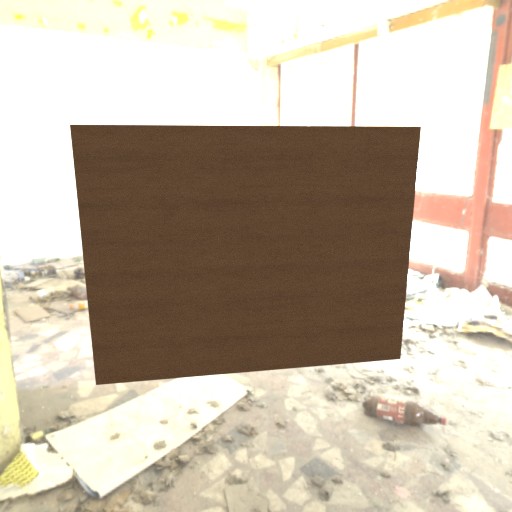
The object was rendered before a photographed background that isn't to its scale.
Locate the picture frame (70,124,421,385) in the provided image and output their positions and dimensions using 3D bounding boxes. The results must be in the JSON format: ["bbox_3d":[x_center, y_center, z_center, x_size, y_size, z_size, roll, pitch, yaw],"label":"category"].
[{"bbox_3d":[0.000,0.000,1.804,1.329,1.018,0.045,-2,15,-9],"label":"picture frame"}]
